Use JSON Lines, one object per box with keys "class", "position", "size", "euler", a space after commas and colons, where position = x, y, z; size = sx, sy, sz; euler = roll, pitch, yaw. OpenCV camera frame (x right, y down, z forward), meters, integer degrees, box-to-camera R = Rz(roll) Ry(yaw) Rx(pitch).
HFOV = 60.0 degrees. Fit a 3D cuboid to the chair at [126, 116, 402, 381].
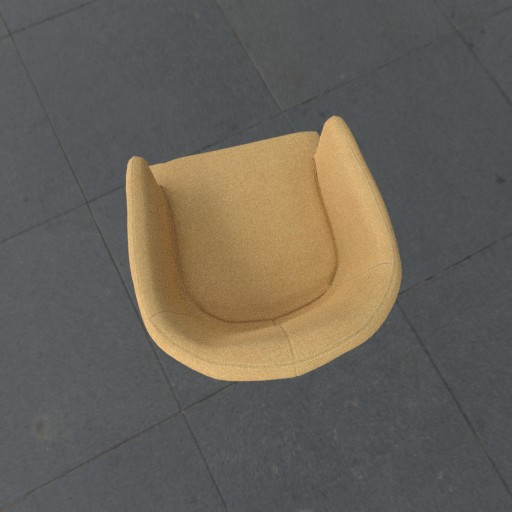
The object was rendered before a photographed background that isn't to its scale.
{"class": "chair", "position": [0.000, 0.000, 1.254], "size": [0.583, 0.811, 0.655], "euler": [-12, 77, -3]}
